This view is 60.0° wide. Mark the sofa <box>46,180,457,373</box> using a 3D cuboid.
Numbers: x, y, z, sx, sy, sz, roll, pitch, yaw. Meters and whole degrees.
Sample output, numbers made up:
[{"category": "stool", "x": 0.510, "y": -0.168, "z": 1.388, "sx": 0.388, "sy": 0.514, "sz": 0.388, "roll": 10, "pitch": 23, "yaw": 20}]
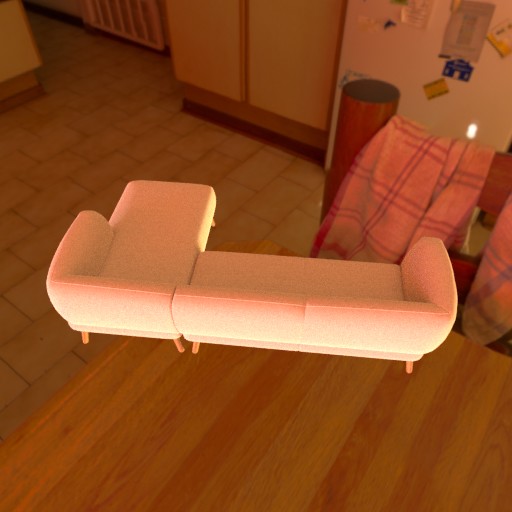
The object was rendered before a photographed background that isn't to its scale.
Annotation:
[{"category": "sofa", "x": 0.000, "y": 0.000, "z": 3.431, "sx": 2.660, "sy": 0.730, "sz": 1.610, "roll": 4, "pitch": 46, "yaw": 4}]
